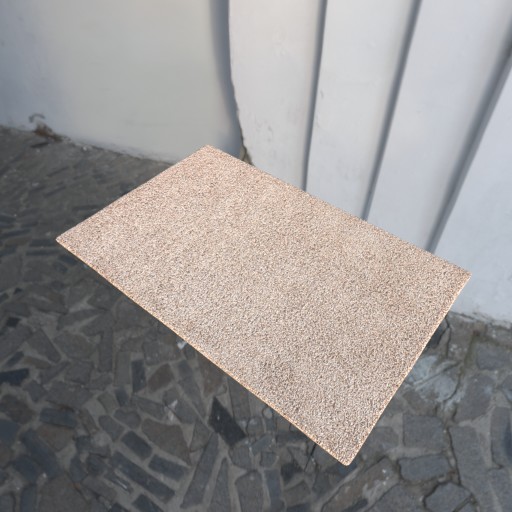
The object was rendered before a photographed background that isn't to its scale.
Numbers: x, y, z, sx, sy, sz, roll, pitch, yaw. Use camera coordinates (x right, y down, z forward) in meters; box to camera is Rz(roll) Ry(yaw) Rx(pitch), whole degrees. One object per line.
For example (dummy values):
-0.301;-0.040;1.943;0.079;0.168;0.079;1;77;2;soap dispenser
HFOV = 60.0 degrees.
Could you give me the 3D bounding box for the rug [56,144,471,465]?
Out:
0.000;0.000;3.452;2.743;0.030;1.778;31;54;26;rug
